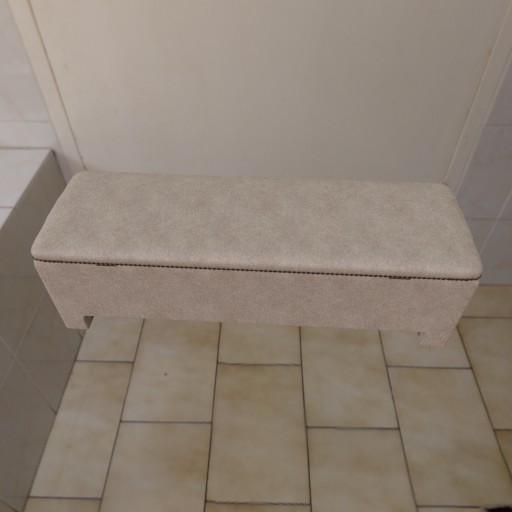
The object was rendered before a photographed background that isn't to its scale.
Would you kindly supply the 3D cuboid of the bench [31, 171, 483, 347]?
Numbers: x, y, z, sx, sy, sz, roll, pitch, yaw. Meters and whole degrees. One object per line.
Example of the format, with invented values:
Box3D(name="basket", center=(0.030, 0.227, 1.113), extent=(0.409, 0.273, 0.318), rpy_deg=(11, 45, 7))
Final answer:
Box3D(name="bench", center=(0.000, 0.000, 1.713), extent=(1.482, 0.447, 0.470), rpy_deg=(2, 46, 2))
